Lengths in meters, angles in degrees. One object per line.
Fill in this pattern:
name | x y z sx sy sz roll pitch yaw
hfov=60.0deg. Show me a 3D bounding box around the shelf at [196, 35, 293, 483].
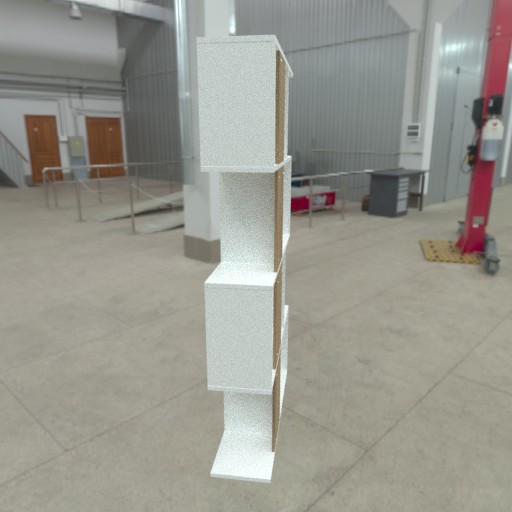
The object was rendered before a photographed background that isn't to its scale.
shelf | 0.000 0.000 2.013 0.250 1.650 0.890 2 15 8
